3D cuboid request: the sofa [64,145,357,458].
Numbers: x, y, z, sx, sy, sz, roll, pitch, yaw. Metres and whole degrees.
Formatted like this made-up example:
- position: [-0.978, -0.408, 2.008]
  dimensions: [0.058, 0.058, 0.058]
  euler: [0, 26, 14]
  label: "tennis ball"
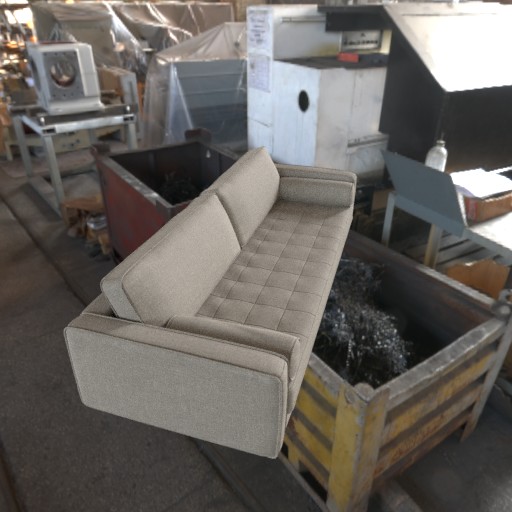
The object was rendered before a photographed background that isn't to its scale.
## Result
- position: [0.000, 0.000, 2.598]
  dimensions: [0.914, 0.762, 2.211]
  euler: [9, 31, 15]
  label: "sofa"
